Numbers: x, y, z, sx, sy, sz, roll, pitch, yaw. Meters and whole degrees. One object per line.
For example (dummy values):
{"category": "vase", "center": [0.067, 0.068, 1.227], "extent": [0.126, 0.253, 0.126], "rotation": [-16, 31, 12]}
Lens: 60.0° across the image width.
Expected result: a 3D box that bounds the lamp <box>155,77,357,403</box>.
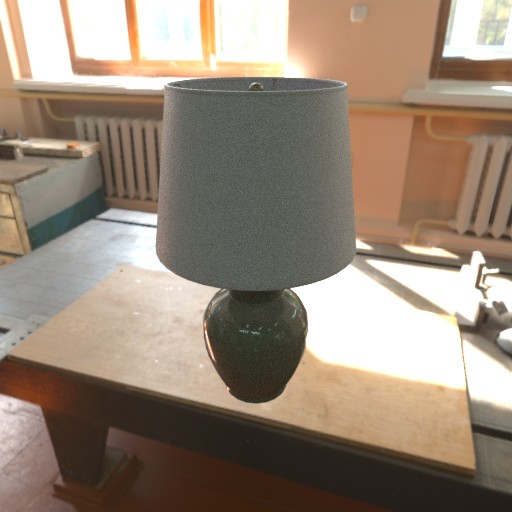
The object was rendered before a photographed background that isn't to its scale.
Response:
{"category": "lamp", "center": [0.000, 0.000, 0.547], "extent": [0.239, 0.399, 0.239], "rotation": [0, 26, 0]}
